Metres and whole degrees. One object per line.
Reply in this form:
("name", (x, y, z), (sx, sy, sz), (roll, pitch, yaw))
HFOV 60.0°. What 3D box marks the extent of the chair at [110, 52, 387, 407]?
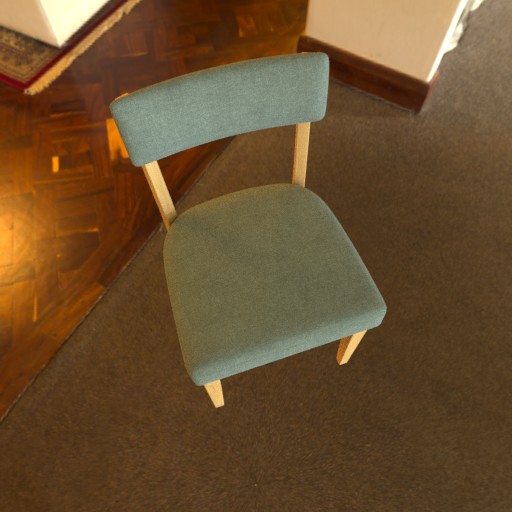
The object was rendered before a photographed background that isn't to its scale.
("chair", (0.000, 0.000, 1.203), (0.508, 0.832, 0.572), (-17, 64, -8))
